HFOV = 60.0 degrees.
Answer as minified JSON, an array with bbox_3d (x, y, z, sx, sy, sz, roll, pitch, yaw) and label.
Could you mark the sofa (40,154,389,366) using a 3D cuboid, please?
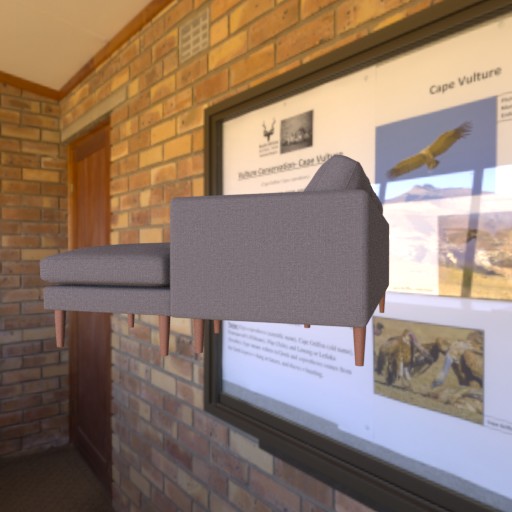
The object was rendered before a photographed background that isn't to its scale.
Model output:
[{"bbox_3d":[0.000,0.000,2.887,1.591,0.897,2.031,0,1,19],"label":"sofa"}]
